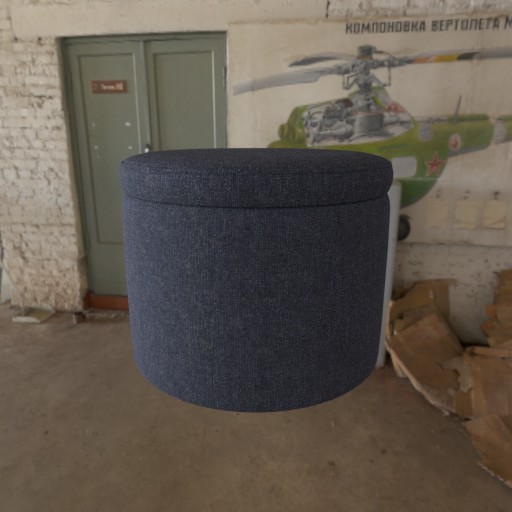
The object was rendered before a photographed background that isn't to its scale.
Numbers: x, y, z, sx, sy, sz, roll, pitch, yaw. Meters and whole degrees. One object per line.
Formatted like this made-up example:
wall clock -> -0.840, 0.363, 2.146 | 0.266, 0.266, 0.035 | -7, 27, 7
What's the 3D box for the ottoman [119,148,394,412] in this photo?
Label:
ottoman -> 0.000, 0.000, 0.918 | 0.520, 0.430, 0.520 | 0, 16, 0
